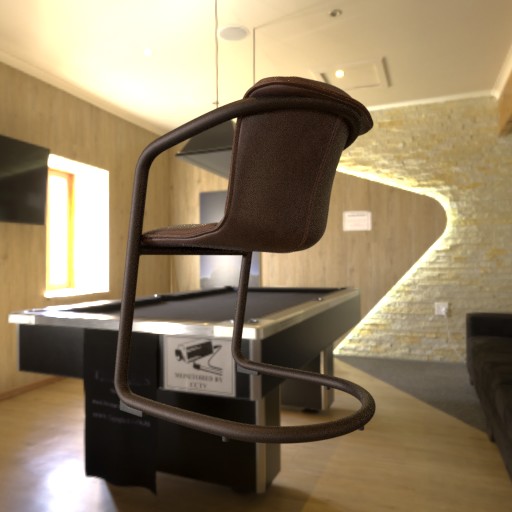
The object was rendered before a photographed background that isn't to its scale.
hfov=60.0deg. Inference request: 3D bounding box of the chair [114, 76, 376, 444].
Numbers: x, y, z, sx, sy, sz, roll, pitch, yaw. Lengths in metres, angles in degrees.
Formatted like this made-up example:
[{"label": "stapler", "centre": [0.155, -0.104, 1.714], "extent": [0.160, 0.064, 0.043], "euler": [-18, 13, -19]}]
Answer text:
[{"label": "chair", "centre": [0.000, 0.000, 1.257], "extent": [0.664, 0.836, 0.536], "euler": [0, 0, 37]}]
